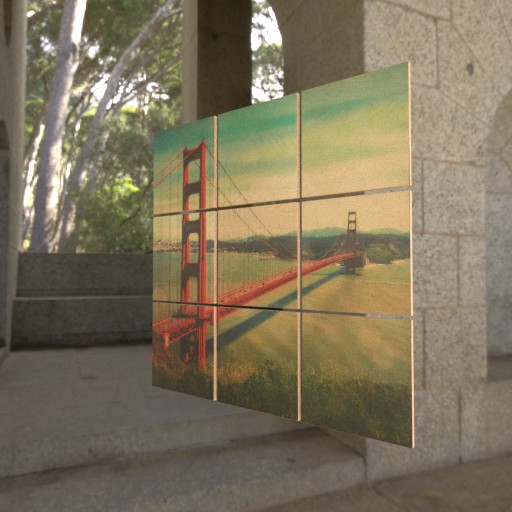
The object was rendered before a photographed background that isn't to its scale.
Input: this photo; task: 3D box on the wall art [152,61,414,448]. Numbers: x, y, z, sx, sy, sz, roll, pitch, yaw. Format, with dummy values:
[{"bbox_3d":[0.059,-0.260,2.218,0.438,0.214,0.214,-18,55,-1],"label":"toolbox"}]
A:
[{"bbox_3d":[0.000,0.000,1.752,1.217,1.207,0.016,-1,-2,37],"label":"wall art"}]
